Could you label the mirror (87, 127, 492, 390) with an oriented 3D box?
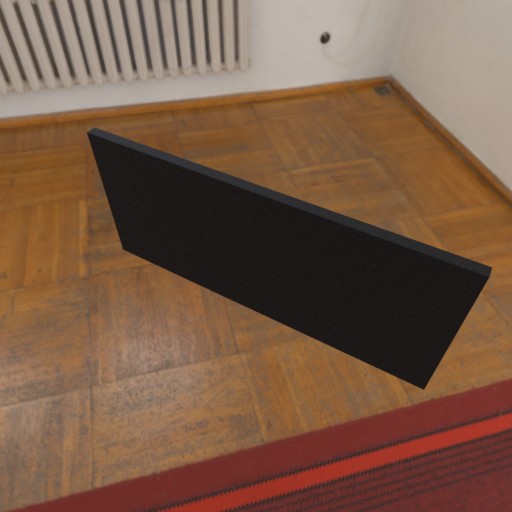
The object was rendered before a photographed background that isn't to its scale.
[{"bbox_3d":[0.000,0.000,1.816,1.584,0.692,0.047,23,50,20],"label":"mirror"}]
